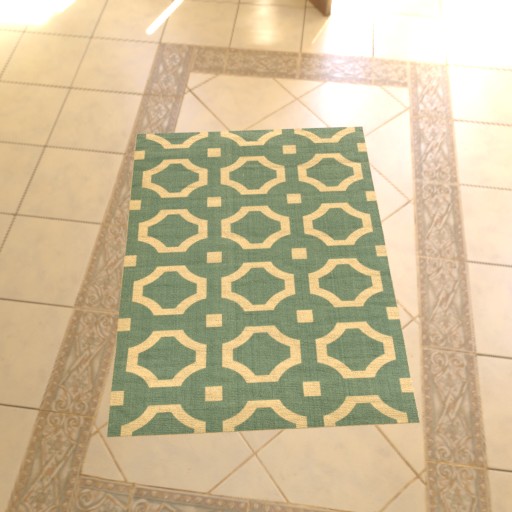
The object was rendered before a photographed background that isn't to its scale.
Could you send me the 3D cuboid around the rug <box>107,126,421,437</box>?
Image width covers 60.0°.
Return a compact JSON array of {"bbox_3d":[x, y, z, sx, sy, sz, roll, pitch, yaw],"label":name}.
[{"bbox_3d":[0.000,0.000,4.141,2.466,0.021,3.049,-2,64,-1],"label":"rug"}]
